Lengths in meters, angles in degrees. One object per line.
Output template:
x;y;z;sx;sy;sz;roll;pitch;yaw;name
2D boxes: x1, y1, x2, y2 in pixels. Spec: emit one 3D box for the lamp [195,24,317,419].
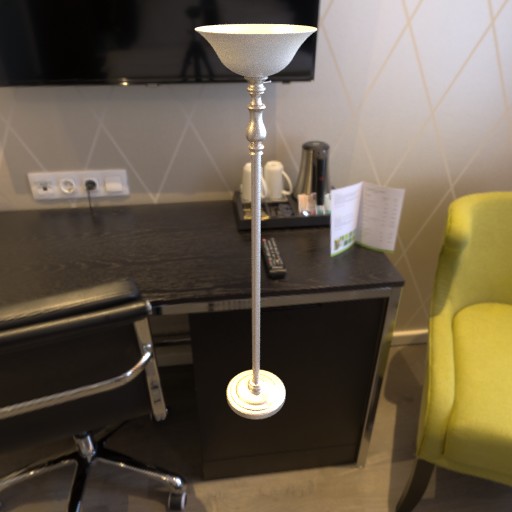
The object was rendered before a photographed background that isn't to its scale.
0.000;0.000;1.933;0.405;1.771;0.405;-21;37;-31;lamp
